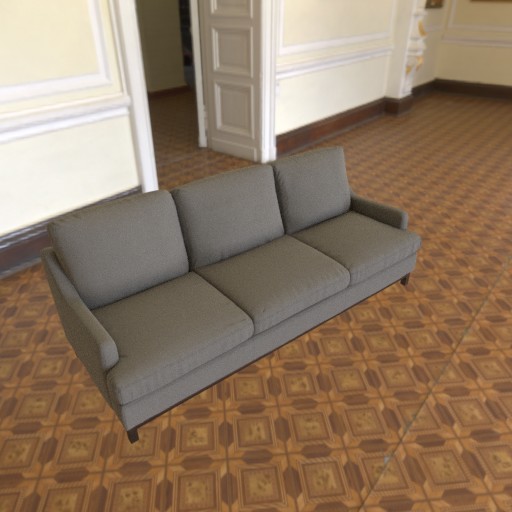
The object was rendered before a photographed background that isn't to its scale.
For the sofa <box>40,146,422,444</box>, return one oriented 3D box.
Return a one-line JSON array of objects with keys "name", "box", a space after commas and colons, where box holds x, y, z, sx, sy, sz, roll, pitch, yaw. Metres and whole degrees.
[{"name": "sofa", "box": [0.000, 0.000, 2.880, 2.344, 0.926, 0.987, -22, 37, -32]}]
